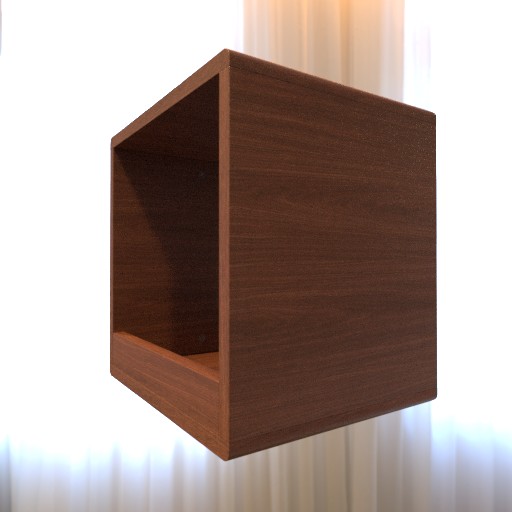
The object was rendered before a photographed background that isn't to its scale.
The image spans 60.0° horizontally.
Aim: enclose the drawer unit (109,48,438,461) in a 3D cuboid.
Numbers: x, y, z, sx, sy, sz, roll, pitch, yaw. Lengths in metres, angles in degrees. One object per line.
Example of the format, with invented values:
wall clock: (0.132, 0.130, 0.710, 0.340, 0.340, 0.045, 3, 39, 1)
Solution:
drawer unit: (0.000, 0.000, 0.596, 0.290, 0.351, 0.349, 0, -1, -34)
